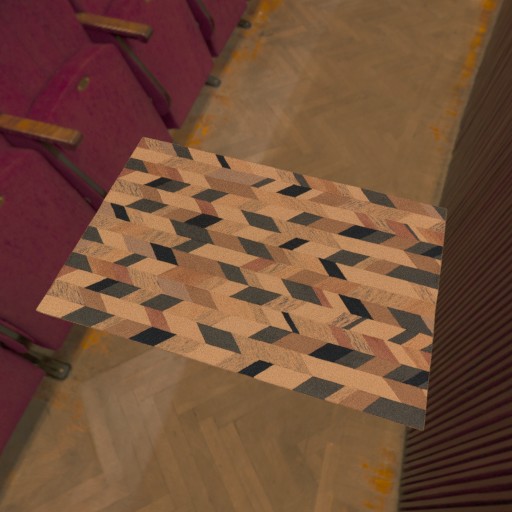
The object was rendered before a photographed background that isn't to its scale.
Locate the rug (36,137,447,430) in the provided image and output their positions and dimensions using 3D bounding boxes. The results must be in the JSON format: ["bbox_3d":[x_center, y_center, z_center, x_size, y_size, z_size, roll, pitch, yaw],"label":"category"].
[{"bbox_3d":[0.000,0.000,2.252,1.813,0.006,1.202,15,60,9],"label":"rug"}]
